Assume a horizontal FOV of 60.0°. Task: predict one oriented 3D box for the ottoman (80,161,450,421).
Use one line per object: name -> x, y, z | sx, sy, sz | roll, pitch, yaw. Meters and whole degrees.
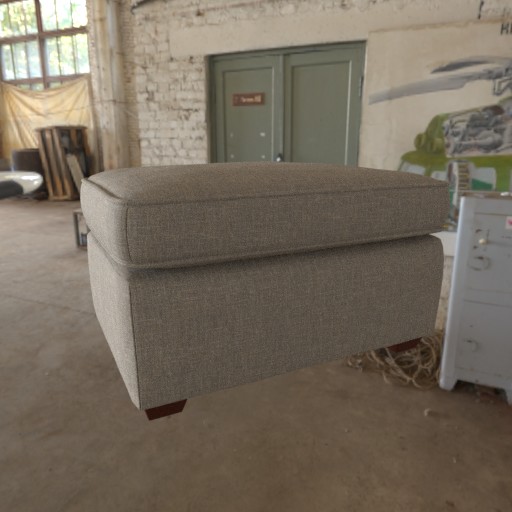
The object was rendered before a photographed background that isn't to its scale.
ottoman -> 0.000, 0.000, 1.109 | 0.762, 0.457, 0.559 | -7, 16, -26
